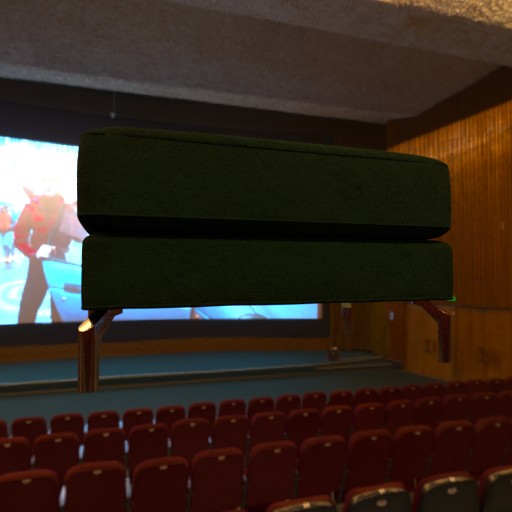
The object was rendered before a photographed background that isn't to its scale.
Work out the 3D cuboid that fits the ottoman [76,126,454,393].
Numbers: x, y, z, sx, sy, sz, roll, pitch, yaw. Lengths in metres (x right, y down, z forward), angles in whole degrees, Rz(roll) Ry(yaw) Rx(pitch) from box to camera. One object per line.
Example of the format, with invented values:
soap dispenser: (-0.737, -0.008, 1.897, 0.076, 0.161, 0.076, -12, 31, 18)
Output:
ottoman: (0.000, 0.000, 1.207, 0.886, 0.533, 0.536, 0, -2, -18)
